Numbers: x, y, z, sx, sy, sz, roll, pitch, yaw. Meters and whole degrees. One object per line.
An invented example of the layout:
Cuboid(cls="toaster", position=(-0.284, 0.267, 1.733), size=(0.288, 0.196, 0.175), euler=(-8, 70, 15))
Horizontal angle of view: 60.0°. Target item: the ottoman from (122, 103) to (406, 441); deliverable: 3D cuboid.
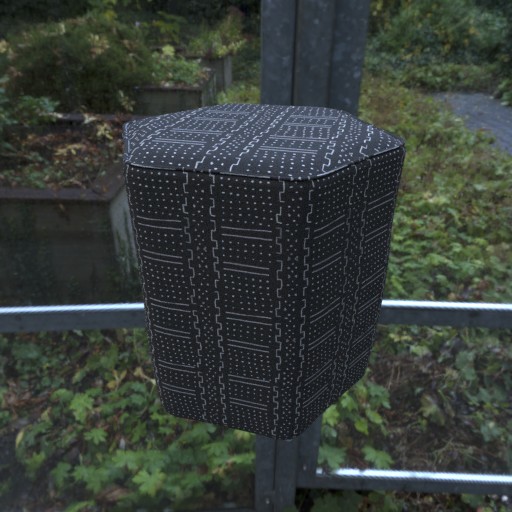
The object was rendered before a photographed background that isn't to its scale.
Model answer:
Cuboid(cls="ottoman", position=(0.000, 0.000, 0.862), size=(0.494, 0.502, 0.443), euler=(7, 30, 13))
